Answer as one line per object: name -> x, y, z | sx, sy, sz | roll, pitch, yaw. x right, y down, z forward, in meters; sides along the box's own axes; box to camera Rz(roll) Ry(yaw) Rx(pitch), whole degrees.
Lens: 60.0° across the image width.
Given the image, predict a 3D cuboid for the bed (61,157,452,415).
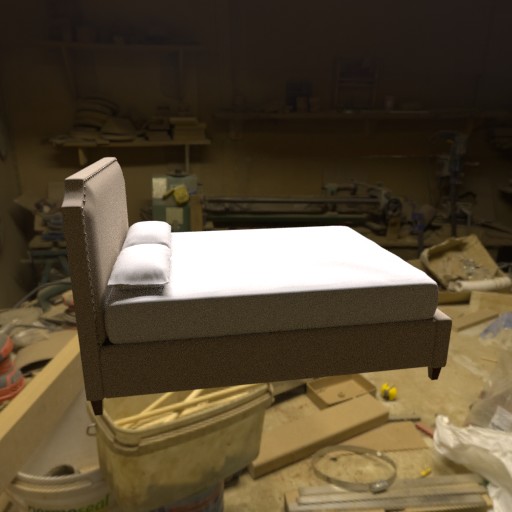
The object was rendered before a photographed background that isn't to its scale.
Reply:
bed -> 0.000, 0.000, 3.428 | 2.329, 1.415, 1.703 | -3, 17, -9
